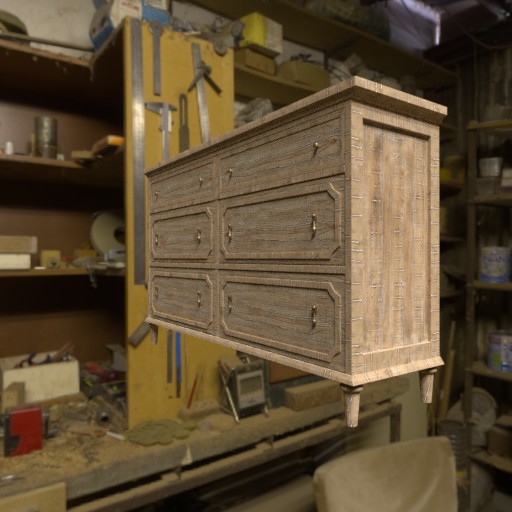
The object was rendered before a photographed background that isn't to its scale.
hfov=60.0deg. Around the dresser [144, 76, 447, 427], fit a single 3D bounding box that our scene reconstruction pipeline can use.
[{"bbox_3d":[0.000,0.000,2.051,0.457,1.016,1.626,0,0,-35],"label":"dresser"}]
